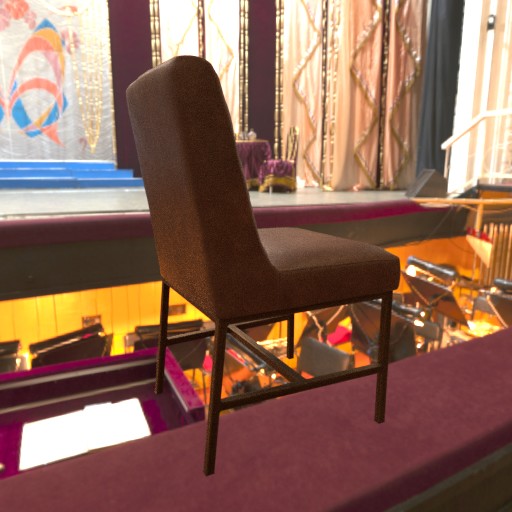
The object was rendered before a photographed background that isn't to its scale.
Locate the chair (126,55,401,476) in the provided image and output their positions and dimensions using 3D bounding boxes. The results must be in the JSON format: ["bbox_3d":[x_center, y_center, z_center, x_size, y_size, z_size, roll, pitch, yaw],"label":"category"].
[{"bbox_3d":[0.000,0.000,1.203,0.587,0.889,0.508,-6,13,-27],"label":"chair"}]
